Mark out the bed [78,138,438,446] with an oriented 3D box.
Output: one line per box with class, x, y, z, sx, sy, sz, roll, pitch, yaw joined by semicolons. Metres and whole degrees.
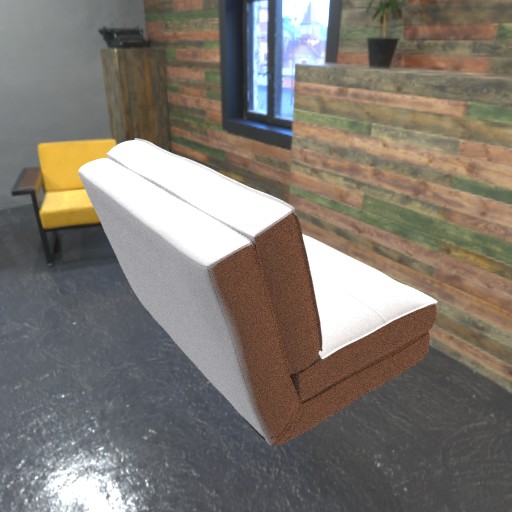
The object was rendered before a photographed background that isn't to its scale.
bed;0.000;0.000;1.312;0.749;0.614;0.799;-17;31;-31
